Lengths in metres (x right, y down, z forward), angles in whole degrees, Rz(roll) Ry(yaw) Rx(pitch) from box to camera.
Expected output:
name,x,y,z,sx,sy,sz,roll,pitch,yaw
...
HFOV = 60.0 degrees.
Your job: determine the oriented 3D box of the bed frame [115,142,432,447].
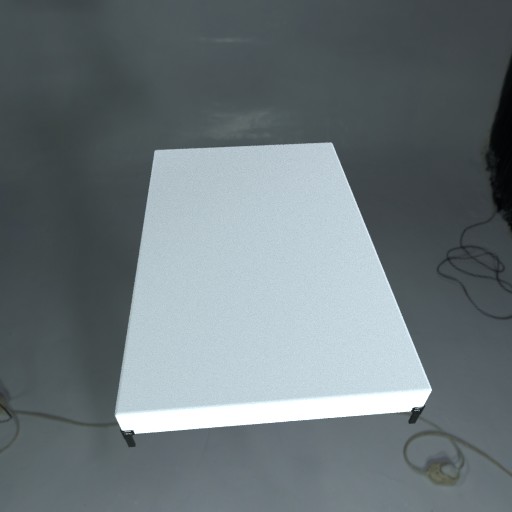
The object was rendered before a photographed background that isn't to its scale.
name,x,y,z,sx,sy,sz,roll,pitch,yaw
bed frame,0.000,0.000,3.860,1.930,0.440,2.987,-3,44,-3
